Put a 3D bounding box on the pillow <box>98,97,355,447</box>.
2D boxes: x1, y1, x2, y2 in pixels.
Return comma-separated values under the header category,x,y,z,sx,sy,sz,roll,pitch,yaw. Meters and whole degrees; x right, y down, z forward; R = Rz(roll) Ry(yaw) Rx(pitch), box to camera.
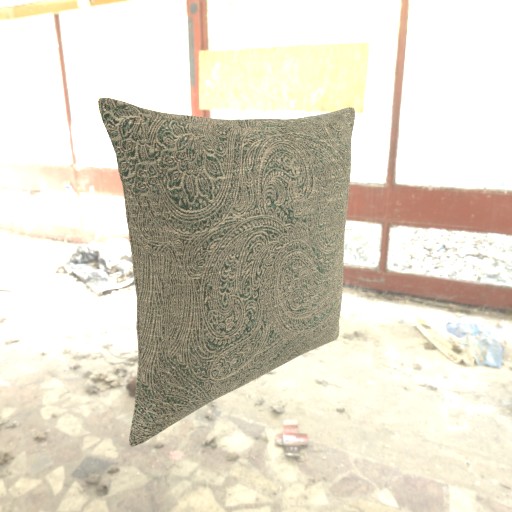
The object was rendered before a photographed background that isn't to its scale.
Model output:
category,x,y,z,sx,sy,sz,roll,pitch,yaw
pillow,0.000,0.000,0.777,0.526,0.507,0.166,-15,23,-41
